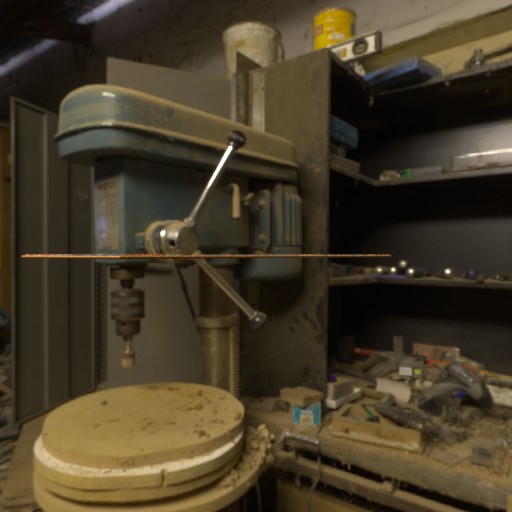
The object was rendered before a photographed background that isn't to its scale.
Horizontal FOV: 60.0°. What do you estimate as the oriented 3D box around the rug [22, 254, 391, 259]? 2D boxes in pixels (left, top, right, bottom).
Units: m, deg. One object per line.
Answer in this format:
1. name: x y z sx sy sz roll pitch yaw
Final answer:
1. rug: 0.000 0.000 2.014 0.556 0.013 1.820 0 0 38
